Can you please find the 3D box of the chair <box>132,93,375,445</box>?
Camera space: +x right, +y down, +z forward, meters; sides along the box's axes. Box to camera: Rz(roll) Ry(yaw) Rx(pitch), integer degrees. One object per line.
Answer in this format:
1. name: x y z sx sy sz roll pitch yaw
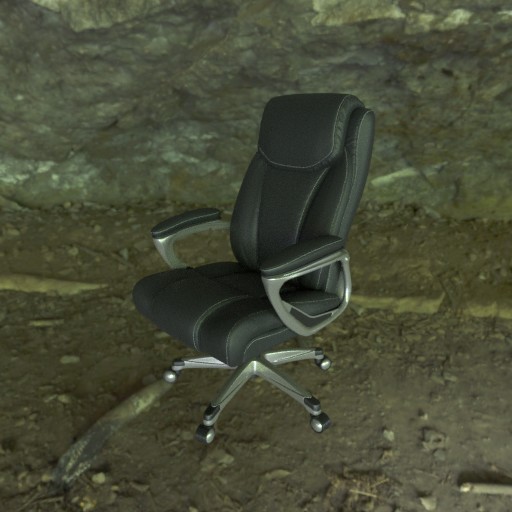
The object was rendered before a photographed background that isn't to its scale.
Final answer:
1. chair: 0.000 0.000 1.669 0.784 1.167 0.741 -17 24 -42
